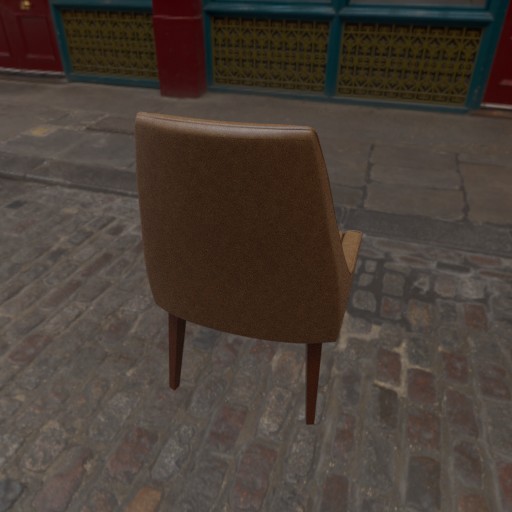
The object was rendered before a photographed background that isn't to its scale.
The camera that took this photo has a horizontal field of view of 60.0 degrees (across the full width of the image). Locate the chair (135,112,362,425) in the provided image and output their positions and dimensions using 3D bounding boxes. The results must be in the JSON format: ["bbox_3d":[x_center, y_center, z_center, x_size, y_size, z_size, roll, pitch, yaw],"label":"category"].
[{"bbox_3d":[0.000,0.000,1.214,0.529,0.861,0.544,9,34,15],"label":"chair"}]
